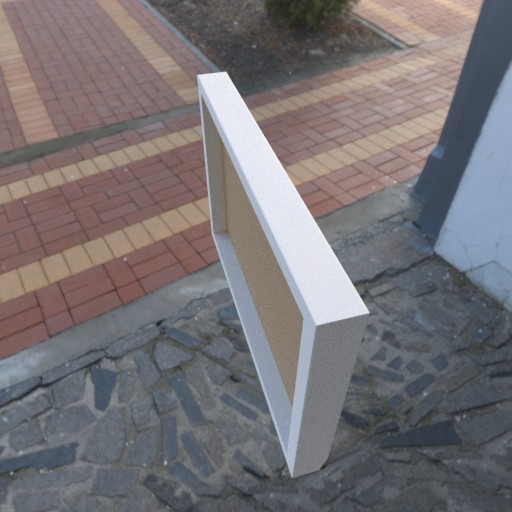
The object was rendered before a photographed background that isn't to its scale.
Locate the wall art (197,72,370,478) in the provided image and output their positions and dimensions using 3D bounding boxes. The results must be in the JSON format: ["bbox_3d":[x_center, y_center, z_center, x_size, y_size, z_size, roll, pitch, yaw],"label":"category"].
[{"bbox_3d":[0.000,0.000,0.491,0.039,0.254,0.384,-11,46,-11],"label":"wall art"}]
